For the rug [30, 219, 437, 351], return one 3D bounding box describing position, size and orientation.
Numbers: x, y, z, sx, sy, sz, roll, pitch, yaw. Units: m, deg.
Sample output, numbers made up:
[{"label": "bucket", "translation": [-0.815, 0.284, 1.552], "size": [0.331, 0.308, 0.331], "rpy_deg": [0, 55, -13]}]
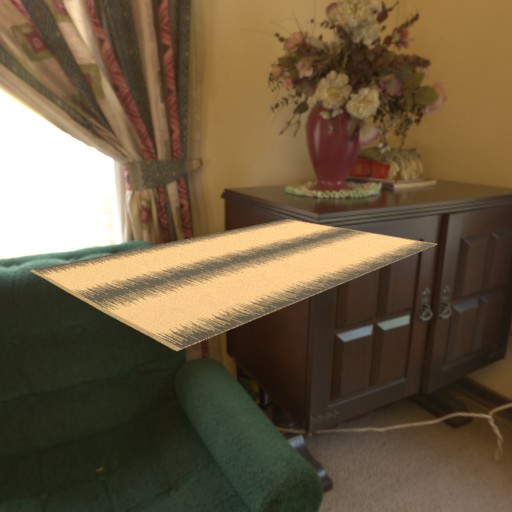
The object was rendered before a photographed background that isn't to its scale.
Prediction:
[{"label": "rug", "translation": [0.000, 0.000, 3.068], "size": [1.519, 0.003, 2.453], "rpy_deg": [14, 21, 42]}]
